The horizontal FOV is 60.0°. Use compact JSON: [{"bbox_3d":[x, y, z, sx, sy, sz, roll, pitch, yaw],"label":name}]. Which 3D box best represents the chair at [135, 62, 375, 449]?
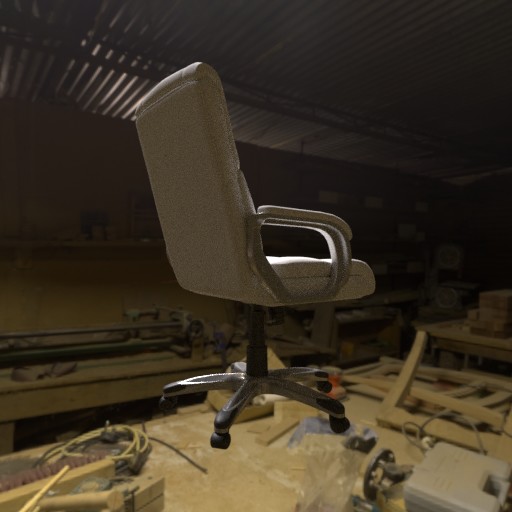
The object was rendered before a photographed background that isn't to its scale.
[{"bbox_3d":[0.000,0.000,1.603,0.738,1.120,0.687,-1,1,-35],"label":"chair"}]
